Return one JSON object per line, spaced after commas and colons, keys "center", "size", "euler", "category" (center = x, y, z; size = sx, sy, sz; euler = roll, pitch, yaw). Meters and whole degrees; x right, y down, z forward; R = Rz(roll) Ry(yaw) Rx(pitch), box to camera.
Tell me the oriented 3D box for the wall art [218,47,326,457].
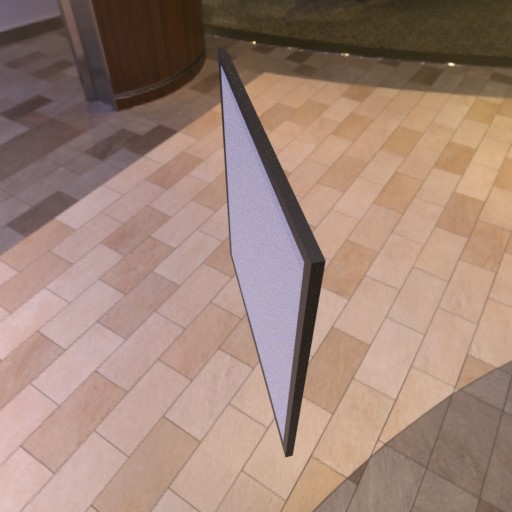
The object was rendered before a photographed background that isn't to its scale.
{"center": [0.000, 0.000, 1.219], "size": [0.022, 0.807, 0.807], "euler": [-10, 47, -9], "category": "wall art"}
